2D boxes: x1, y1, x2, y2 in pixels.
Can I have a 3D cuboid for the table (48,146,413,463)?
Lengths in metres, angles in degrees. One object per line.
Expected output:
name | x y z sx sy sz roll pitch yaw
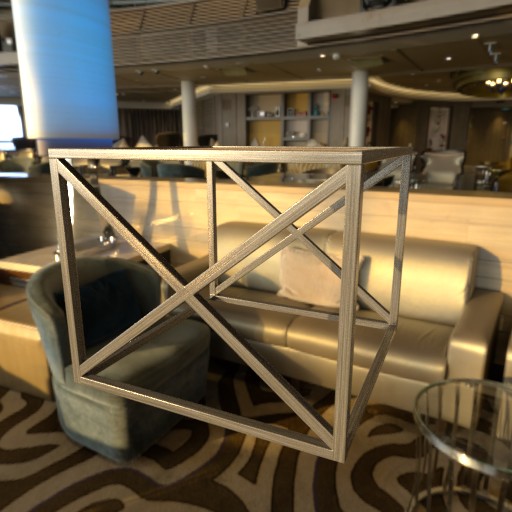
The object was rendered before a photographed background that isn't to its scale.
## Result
table | 0.000 0.000 1.068 0.611 0.507 0.609 7 16 24
